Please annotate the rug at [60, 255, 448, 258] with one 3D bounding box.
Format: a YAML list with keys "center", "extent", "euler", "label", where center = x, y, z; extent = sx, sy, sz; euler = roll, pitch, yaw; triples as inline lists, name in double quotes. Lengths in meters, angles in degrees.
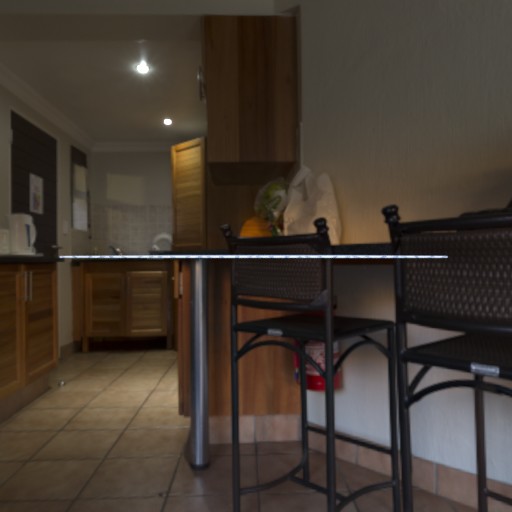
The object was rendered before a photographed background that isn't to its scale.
- center: [0.000, 0.000, 2.961]
  extent: [1.526, 0.008, 2.441]
  euler: [0, 0, 1]
  label: "rug"
